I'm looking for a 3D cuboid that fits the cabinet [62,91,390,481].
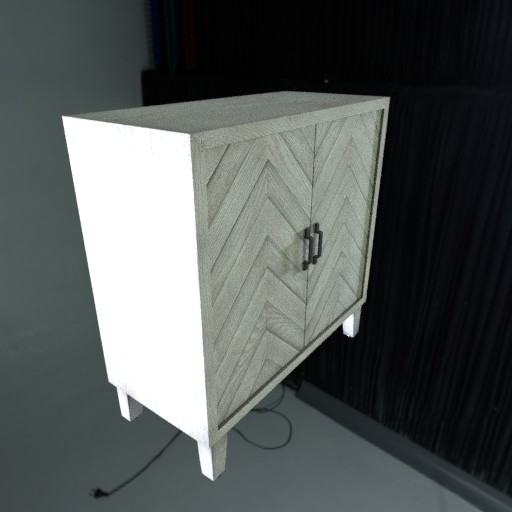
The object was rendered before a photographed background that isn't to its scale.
[{"bbox_3d":[0.000,0.000,1.214,0.370,0.787,0.781,18,30,33],"label":"cabinet"}]
